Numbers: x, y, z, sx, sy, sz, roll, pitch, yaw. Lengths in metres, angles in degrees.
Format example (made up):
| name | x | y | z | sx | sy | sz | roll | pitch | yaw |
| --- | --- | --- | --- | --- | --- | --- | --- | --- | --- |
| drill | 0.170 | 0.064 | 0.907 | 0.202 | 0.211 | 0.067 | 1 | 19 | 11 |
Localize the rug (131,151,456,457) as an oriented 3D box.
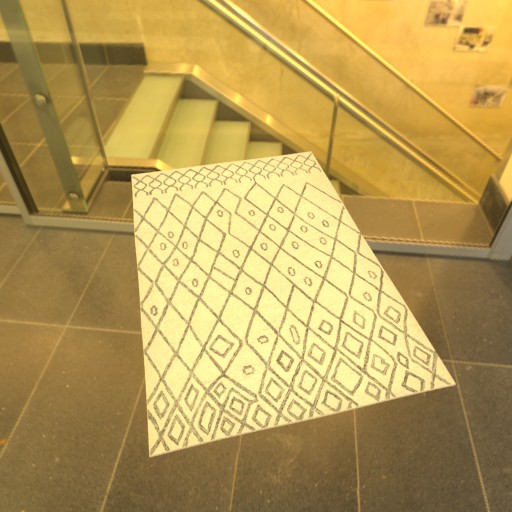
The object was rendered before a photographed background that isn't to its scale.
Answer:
| name | x | y | z | sx | sy | sz | roll | pitch | yaw |
| --- | --- | --- | --- | --- | --- | --- | --- | --- | --- |
| rug | 0.000 | 0.000 | 2.320 | 1.222 | 0.015 | 1.828 | -9 | 45 | -10 |
